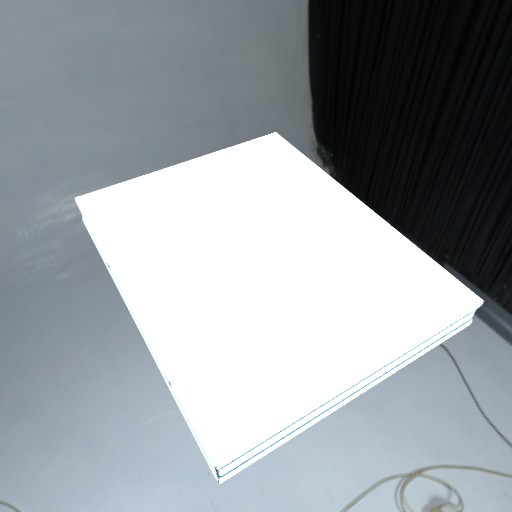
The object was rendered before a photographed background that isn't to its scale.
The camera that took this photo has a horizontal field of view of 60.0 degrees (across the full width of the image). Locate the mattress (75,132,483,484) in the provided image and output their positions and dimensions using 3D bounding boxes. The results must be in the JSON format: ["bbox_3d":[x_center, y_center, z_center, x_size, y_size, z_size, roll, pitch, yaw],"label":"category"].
[{"bbox_3d":[0.000,0.000,2.712,1.600,0.230,2.000,-24,50,-21],"label":"mattress"}]
